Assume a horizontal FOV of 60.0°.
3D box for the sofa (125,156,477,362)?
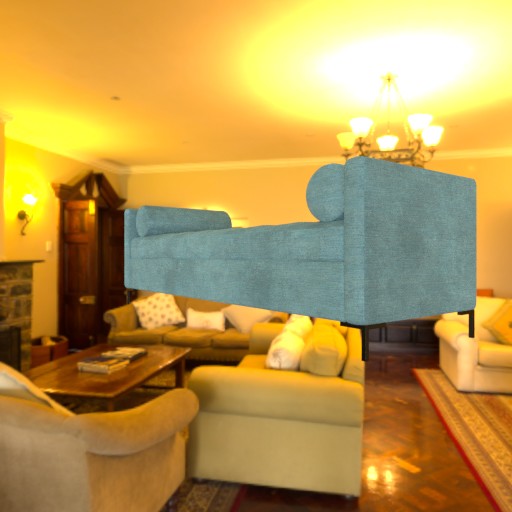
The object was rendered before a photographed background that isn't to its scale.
[{"bbox_3d":[0.000,0.000,2.317,0.686,0.635,1.981,0,0,-37],"label":"sofa"}]
